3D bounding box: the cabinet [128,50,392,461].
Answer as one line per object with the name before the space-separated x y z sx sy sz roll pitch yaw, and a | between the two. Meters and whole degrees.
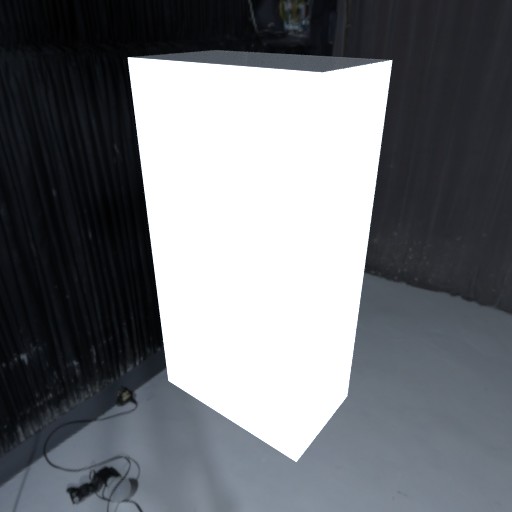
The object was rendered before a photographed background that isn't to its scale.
cabinet | 0.000 0.000 2.355 0.980 1.920 0.580 20 34 32
